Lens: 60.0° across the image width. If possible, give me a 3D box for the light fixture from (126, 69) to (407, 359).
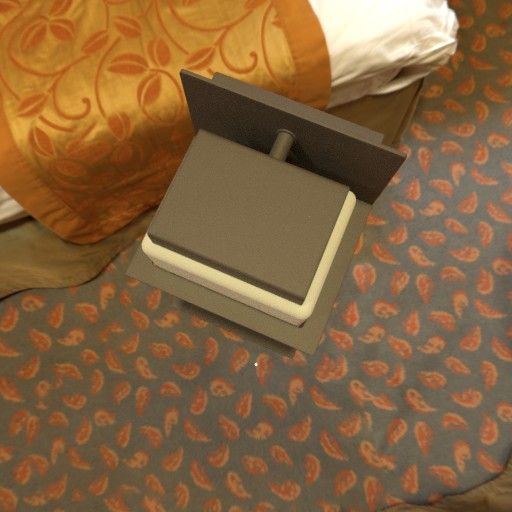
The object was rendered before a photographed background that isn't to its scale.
[{"bbox_3d":[0.000,0.000,0.432,0.153,0.347,0.146,23,77,5],"label":"light fixture"}]
